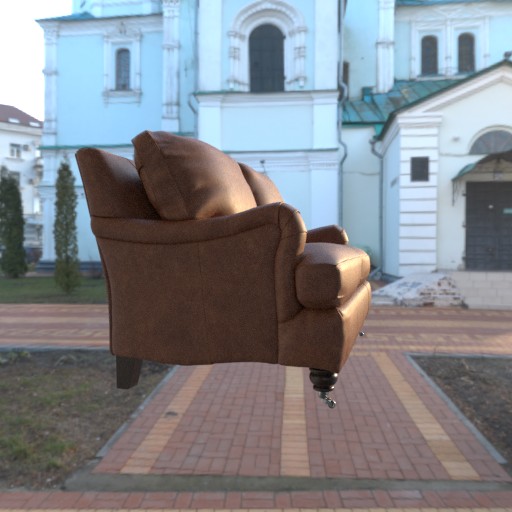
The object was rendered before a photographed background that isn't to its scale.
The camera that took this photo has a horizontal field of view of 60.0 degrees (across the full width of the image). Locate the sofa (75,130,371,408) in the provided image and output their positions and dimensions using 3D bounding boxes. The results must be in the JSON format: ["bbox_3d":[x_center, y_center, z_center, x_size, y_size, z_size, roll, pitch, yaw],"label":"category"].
[{"bbox_3d":[0.000,0.000,2.257,1.077,1.004,1.527,0,1,18],"label":"sofa"}]
